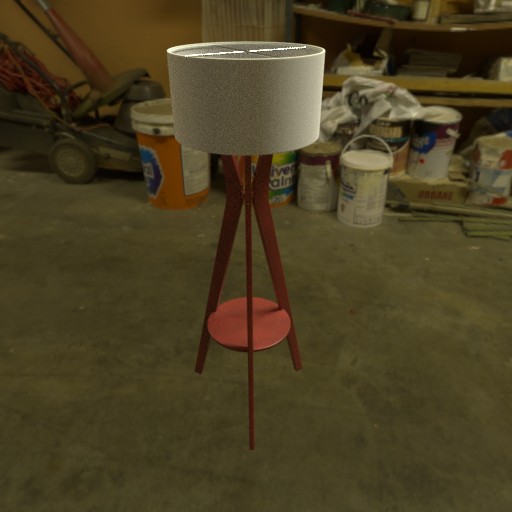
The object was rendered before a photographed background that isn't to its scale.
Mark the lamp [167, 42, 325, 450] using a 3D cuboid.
[{"bbox_3d":[0.000,0.000,1.728,0.542,1.472,0.539,-18,35,-28],"label":"lamp"}]
